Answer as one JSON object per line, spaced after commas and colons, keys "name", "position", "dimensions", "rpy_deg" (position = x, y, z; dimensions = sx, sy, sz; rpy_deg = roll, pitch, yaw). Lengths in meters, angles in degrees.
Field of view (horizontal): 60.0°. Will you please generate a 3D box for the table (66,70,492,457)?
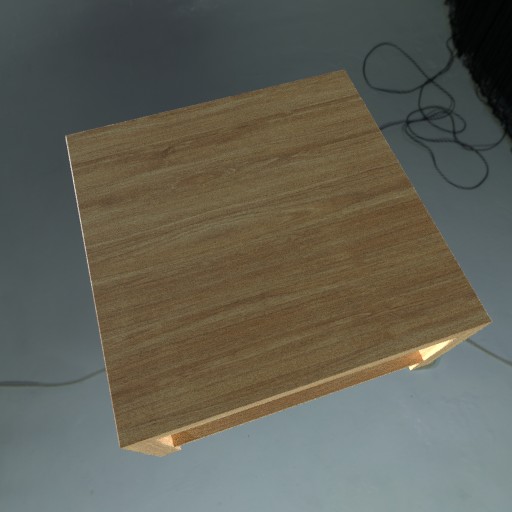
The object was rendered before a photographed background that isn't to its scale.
{"name": "table", "position": [0.000, 0.000, 1.393], "dimensions": [0.900, 0.450, 0.900], "rpy_deg": [-16, 65, -8]}
